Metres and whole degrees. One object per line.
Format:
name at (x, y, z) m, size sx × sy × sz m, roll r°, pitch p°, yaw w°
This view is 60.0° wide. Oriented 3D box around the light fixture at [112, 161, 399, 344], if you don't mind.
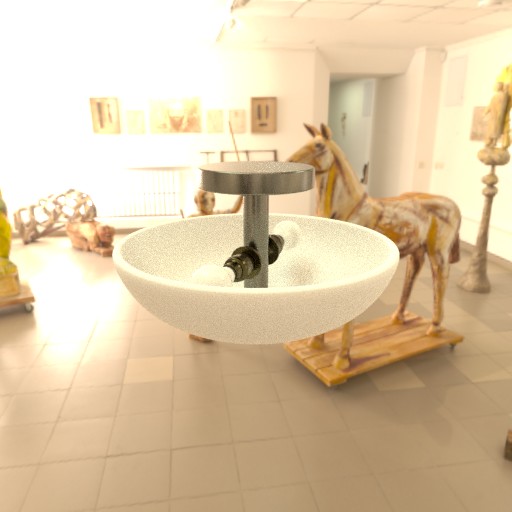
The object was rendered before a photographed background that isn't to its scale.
light fixture at (0.000, 0.000, 0.538) m, size 0.330 × 0.214 × 0.330 m, roll 0°, pitch 17°, yaw 0°
